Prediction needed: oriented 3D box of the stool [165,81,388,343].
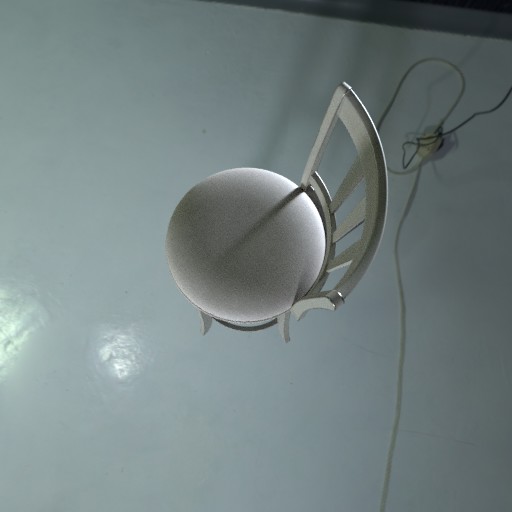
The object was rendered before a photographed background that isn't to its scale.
[{"bbox_3d":[0.000,0.000,1.282,0.475,1.042,0.436,5,75,1],"label":"stool"}]
